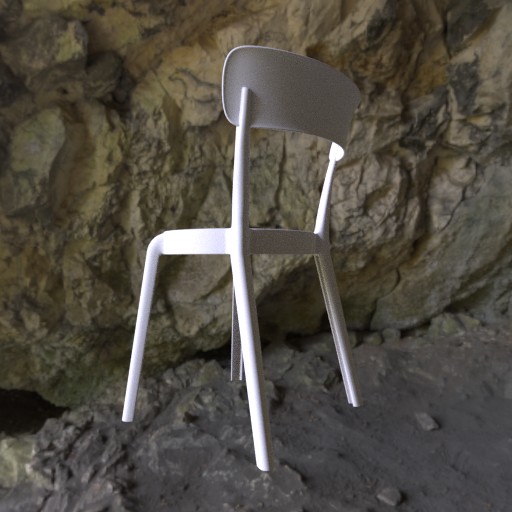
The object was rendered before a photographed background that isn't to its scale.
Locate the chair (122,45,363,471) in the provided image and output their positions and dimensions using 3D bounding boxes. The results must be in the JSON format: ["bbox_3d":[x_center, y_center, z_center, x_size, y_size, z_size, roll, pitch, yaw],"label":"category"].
[{"bbox_3d":[0.000,0.000,1.107,0.491,0.790,0.506,0,0,36],"label":"chair"}]
